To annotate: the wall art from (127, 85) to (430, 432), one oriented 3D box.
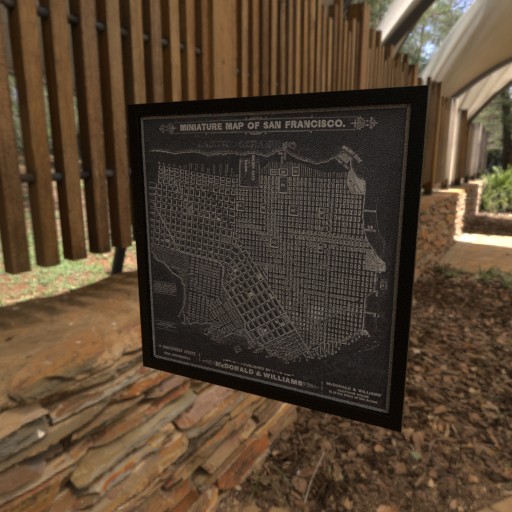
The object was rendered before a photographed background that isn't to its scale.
[{"bbox_3d":[0.000,0.000,0.672,0.457,0.458,0.012,6,14,25],"label":"wall art"}]
